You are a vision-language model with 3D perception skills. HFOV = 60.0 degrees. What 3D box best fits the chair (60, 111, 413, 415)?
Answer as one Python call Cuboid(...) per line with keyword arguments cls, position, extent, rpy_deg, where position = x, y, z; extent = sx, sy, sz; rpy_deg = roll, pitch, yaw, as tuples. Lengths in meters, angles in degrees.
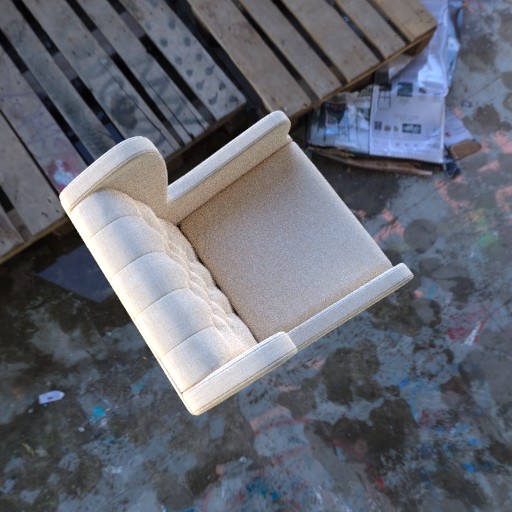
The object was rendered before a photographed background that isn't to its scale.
Cuboid(cls="chair", position=(0.000, 0.000, 1.478), extent=(0.760, 0.930, 0.710), rpy_deg=(-34, 78, -8))
